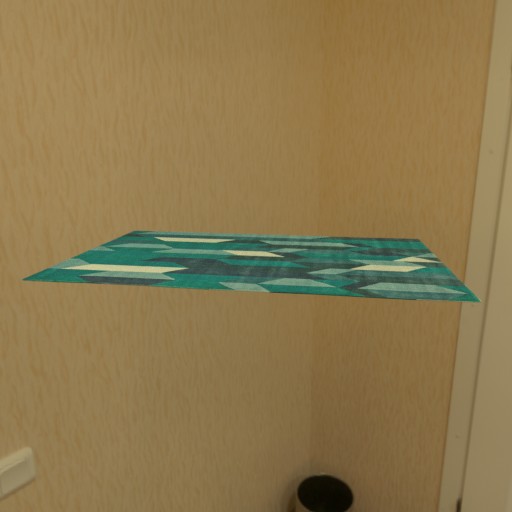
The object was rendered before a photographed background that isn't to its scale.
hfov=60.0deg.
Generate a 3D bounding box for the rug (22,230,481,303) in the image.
[{"bbox_3d":[0.000,0.000,3.025,2.420,0.005,1.528,2,14,9],"label":"rug"}]
